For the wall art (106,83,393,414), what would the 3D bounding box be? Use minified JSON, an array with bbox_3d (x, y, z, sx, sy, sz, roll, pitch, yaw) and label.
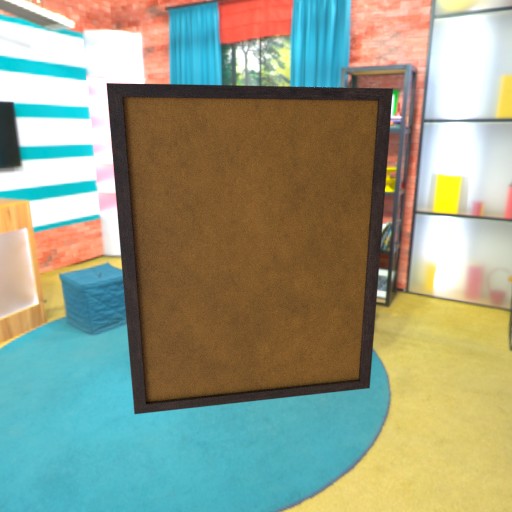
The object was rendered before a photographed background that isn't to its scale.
[{"bbox_3d":[0.000,0.000,0.567,0.329,0.406,0.027,-3,16,-10],"label":"wall art"}]
